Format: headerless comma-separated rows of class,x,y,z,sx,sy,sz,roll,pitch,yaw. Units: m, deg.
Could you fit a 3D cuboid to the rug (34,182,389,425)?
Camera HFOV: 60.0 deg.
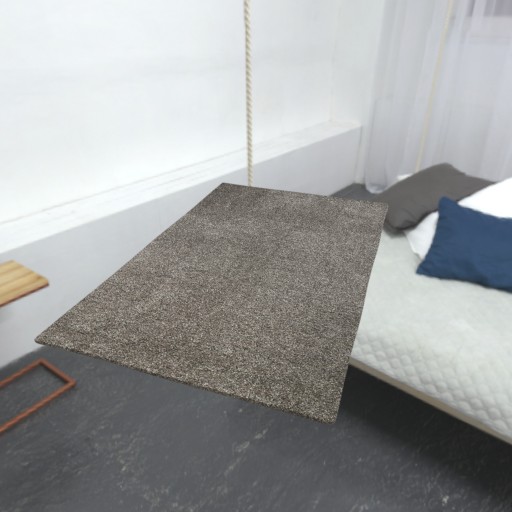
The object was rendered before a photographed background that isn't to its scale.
rug,0.000,0.000,2.939,1.501,0.025,2.352,10,31,17
